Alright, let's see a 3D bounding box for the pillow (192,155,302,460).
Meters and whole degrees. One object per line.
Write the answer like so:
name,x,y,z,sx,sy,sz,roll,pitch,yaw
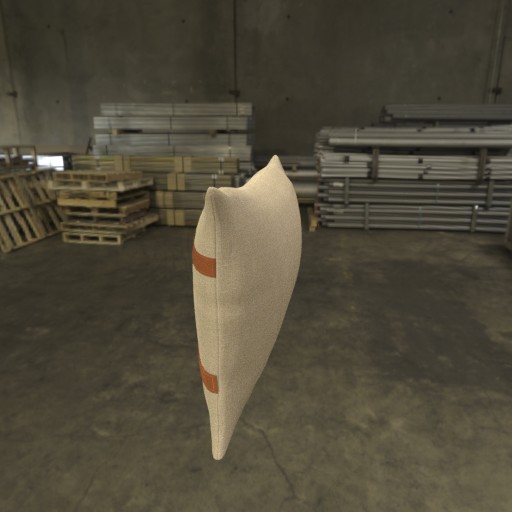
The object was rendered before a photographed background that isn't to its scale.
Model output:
pillow,0.000,0.000,0.745,0.148,0.308,0.612,2,16,8
